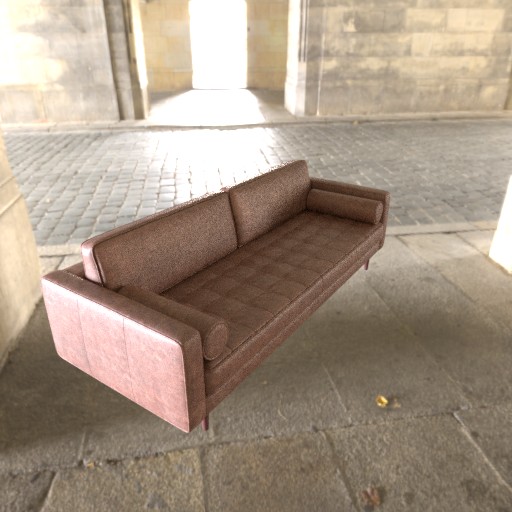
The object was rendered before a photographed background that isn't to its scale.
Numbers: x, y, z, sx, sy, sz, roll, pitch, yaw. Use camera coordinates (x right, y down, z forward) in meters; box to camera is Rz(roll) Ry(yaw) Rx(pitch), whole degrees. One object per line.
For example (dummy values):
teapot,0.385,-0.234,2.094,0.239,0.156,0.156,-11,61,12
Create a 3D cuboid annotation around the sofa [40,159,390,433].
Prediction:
sofa,0.000,0.000,2.680,0.914,0.762,2.210,16,30,31
